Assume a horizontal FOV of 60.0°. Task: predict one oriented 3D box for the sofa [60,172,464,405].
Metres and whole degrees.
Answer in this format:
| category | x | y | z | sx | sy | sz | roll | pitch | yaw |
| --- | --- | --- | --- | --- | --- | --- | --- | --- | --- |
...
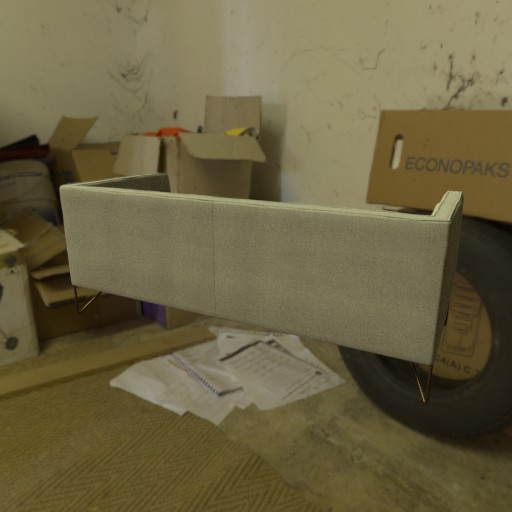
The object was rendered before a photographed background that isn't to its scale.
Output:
| category | x | y | z | sx | sy | sz | roll | pitch | yaw |
| --- | --- | --- | --- | --- | --- | --- | --- | --- | --- |
| sofa | 0.000 | 0.000 | 2.547 | 2.079 | 0.798 | 0.912 | 8 | 19 | 26 |
